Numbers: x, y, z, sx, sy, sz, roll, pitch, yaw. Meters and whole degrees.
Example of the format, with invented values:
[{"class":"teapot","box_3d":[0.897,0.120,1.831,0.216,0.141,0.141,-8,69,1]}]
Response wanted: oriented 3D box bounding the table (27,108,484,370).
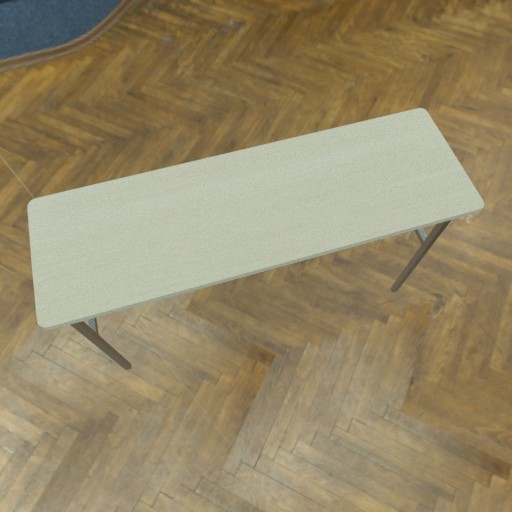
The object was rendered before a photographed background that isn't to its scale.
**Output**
[{"class":"table","box_3d":[0.000,0.000,1.744,1.397,0.750,0.446,-15,65,-7]}]
